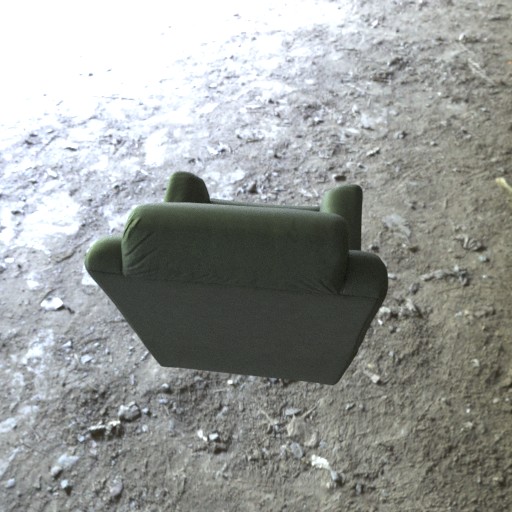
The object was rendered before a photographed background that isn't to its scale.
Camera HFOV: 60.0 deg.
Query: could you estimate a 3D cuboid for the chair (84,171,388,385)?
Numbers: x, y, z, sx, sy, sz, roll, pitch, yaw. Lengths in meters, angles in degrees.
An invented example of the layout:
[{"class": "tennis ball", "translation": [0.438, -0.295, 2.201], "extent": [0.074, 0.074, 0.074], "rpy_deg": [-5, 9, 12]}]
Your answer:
[{"class": "chair", "translation": [0.000, 0.000, 1.901], "extent": [0.967, 1.116, 1.068], "rpy_deg": [5, 46, 5]}]
